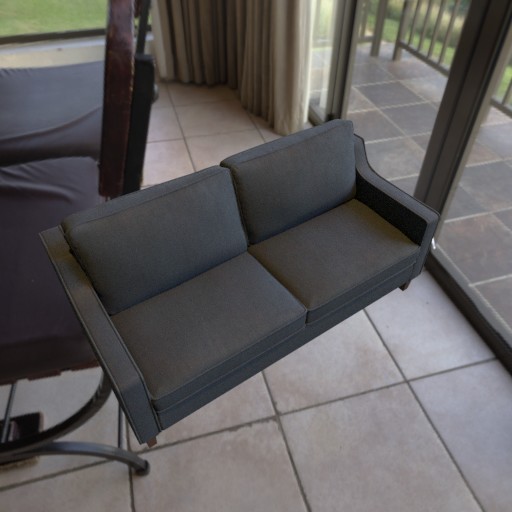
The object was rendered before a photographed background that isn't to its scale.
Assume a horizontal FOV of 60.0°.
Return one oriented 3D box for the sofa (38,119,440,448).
[{"bbox_3d":[0.000,0.000,2.796,2.178,1.071,1.066,-26,50,-24],"label":"sofa"}]
